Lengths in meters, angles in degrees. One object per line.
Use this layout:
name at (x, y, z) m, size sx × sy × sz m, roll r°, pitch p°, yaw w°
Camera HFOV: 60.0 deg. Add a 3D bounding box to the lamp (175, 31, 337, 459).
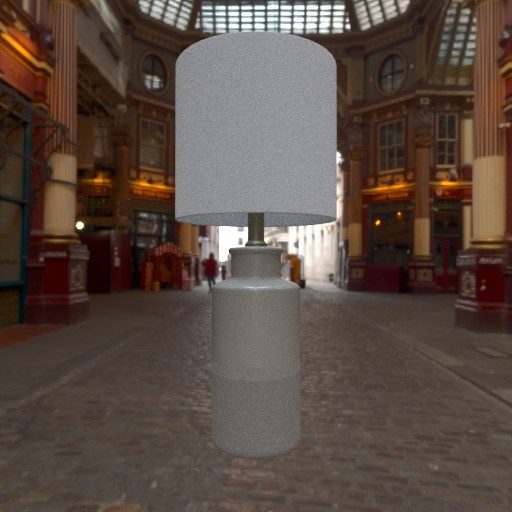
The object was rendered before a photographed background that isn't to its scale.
lamp at (0.000, 0.000, 0.591) m, size 0.212 × 0.493 × 0.212 m, roll 0°, pitch -1°, yaw 1°
